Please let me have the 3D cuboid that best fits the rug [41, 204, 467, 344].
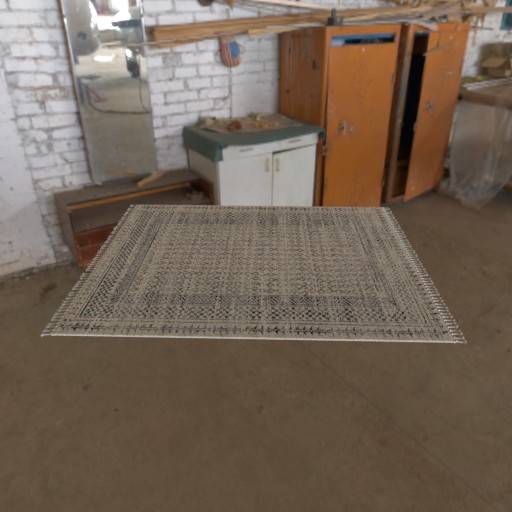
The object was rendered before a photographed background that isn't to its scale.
[{"bbox_3d":[0.000,0.000,4.015,2.940,0.013,2.312,1,30,1],"label":"rug"}]
